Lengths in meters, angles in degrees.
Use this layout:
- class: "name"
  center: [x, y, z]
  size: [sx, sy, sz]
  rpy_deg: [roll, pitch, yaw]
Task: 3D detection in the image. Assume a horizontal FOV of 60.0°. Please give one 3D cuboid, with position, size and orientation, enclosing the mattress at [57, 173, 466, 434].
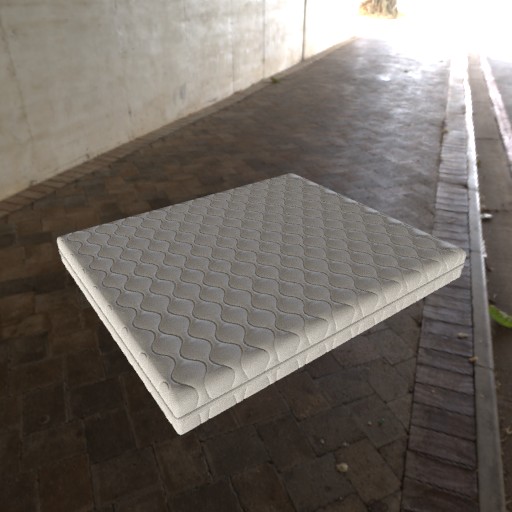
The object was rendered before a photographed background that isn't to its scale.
- class: "mattress"
  center: [0.000, 0.000, 2.696]
  size: [1.900, 0.200, 1.600]
  rpy_deg: [-21, 37, -30]
